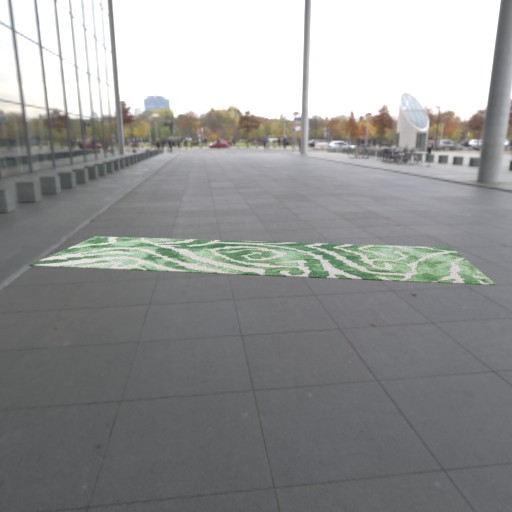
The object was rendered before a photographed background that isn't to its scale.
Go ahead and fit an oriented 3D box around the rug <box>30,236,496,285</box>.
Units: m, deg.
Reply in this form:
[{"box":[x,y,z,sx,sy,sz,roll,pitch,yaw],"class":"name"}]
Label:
[{"box":[0.000,0.000,2.660,2.438,0.006,0.761,2,15,8],"class":"rug"}]
